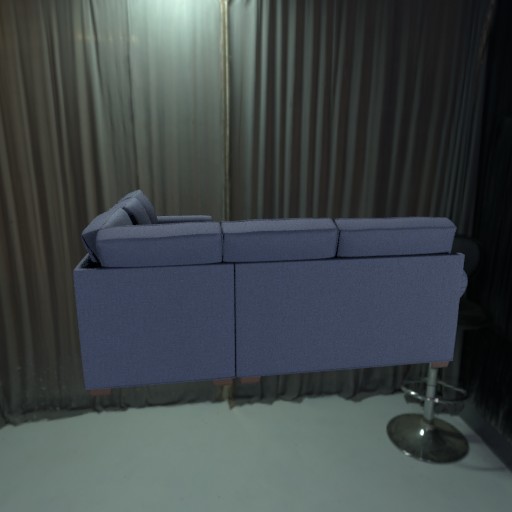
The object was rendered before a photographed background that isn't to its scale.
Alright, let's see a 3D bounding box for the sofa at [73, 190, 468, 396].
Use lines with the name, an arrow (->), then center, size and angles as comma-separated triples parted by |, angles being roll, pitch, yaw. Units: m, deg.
sofa -> 0.000, 0.000, 3.944 | 2.487, 1.042, 2.562 | -2, 14, -9
